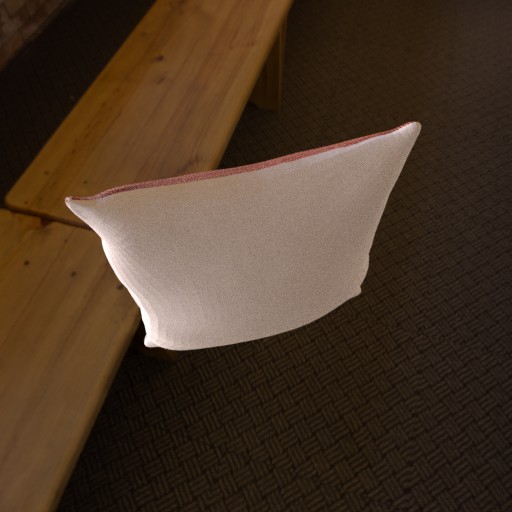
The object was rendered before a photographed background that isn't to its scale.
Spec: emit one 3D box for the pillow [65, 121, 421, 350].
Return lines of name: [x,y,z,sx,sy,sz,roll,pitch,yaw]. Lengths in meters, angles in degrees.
pillow: [0.000,0.000,0.697,0.440,0.441,0.182,-13,59,-8]
